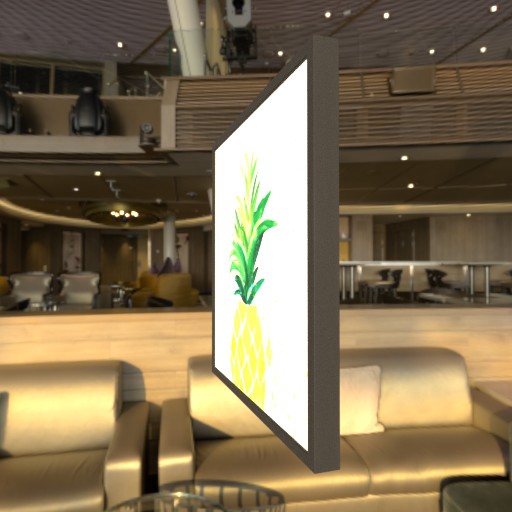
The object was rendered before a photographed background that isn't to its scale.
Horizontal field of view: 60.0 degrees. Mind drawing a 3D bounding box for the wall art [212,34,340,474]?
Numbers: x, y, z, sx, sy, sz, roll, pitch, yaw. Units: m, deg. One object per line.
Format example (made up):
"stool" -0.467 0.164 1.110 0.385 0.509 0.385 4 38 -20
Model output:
"wall art" 0.000 0.000 0.756 0.033 0.507 0.508 0 -1 -19
